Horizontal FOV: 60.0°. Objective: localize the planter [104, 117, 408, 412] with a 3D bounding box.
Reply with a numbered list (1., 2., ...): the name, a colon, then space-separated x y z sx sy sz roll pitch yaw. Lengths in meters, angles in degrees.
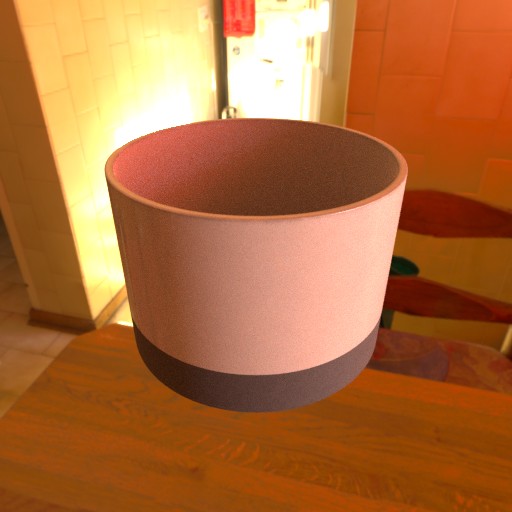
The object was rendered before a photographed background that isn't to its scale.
1. planter: 0.000 0.000 0.222 0.128 0.105 0.128 0 31 0
